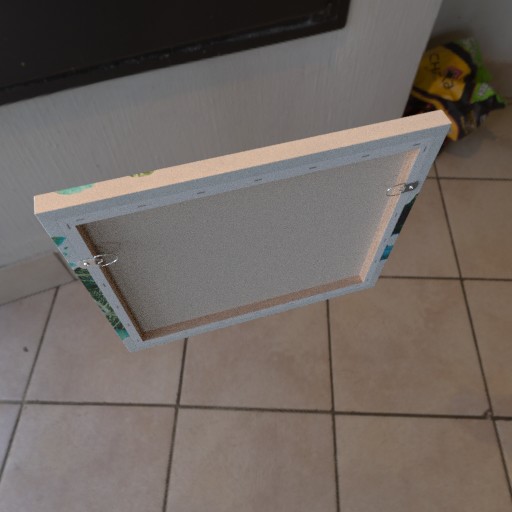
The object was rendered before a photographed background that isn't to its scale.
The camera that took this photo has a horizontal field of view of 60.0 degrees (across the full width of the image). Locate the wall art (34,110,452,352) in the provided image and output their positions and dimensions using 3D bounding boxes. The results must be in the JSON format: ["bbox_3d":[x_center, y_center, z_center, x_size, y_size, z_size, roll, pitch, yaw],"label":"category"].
[{"bbox_3d":[0.000,0.000,0.993,0.711,0.610,0.043,-14,59,-9],"label":"wall art"}]
